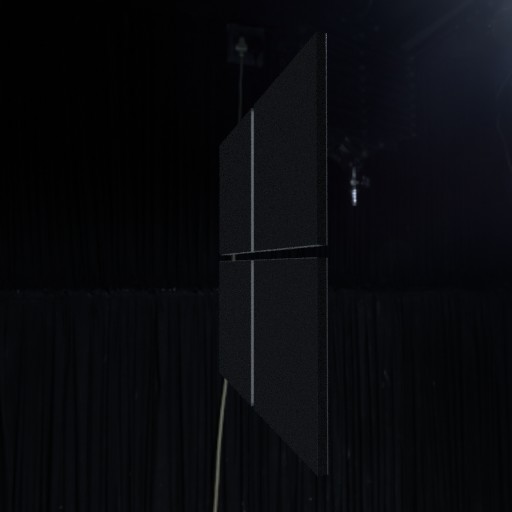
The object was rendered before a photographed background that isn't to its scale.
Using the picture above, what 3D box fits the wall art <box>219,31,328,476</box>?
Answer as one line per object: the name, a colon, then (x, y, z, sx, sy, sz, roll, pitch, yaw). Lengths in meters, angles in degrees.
wall art: (0.000, 0.000, 1.653, 0.029, 1.118, 1.118, 0, -1, -17)
